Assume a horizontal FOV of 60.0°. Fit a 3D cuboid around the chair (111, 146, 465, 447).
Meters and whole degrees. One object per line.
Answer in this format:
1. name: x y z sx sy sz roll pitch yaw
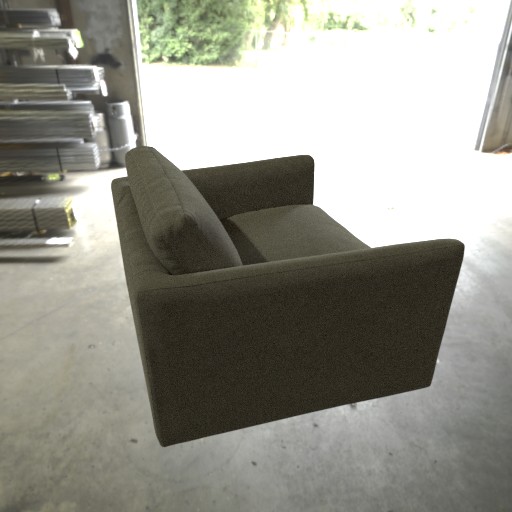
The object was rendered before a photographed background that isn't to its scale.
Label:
1. chair: 0.000 0.000 1.892 1.091 0.845 1.190 -10 29 -17
